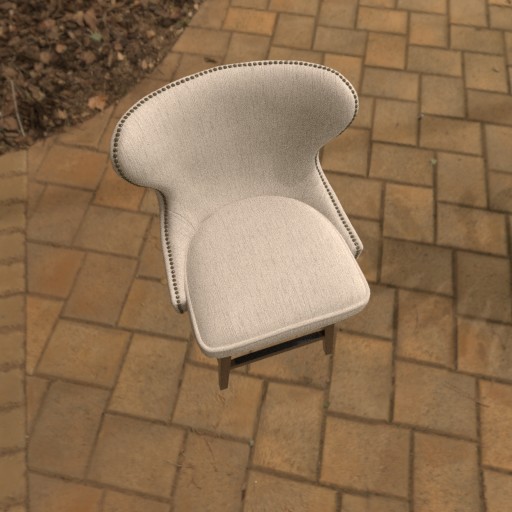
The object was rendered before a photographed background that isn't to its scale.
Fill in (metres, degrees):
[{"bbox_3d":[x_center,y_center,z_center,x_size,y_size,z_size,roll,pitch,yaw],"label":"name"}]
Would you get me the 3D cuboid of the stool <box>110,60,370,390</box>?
[{"bbox_3d":[0.000,0.000,1.379,0.615,0.972,0.597,-16,64,-8],"label":"stool"}]
